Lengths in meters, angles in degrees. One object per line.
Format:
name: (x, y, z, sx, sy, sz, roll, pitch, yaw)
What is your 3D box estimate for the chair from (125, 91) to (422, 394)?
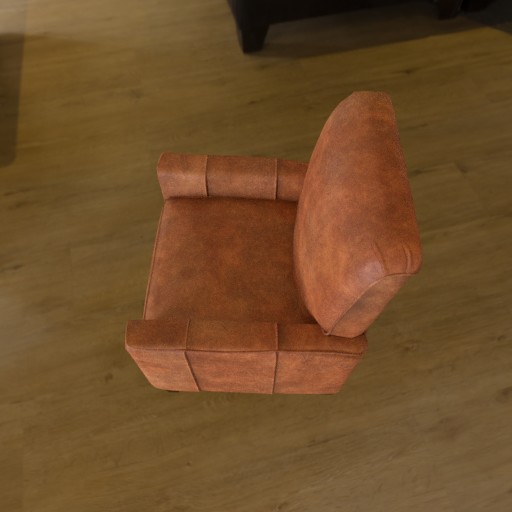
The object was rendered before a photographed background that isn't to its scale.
chair: (0.000, 0.000, 1.659, 0.836, 1.043, 0.843, 1, 58, 1)
